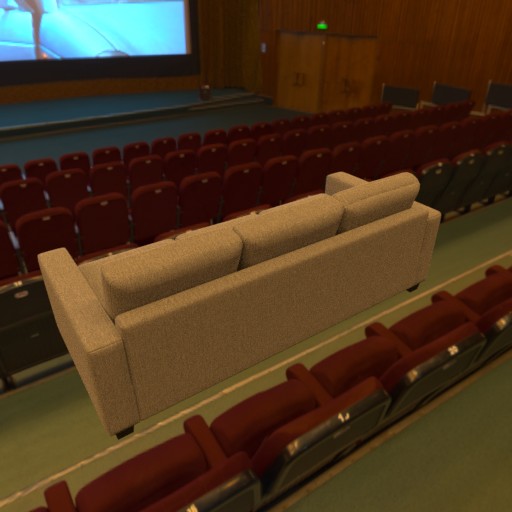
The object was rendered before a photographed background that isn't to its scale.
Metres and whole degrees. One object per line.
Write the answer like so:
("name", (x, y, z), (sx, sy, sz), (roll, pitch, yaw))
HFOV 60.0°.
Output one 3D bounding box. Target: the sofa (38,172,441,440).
("sofa", (0.000, 0.000, 2.535), (2.120, 0.800, 0.900), (-19, 36, -29))
